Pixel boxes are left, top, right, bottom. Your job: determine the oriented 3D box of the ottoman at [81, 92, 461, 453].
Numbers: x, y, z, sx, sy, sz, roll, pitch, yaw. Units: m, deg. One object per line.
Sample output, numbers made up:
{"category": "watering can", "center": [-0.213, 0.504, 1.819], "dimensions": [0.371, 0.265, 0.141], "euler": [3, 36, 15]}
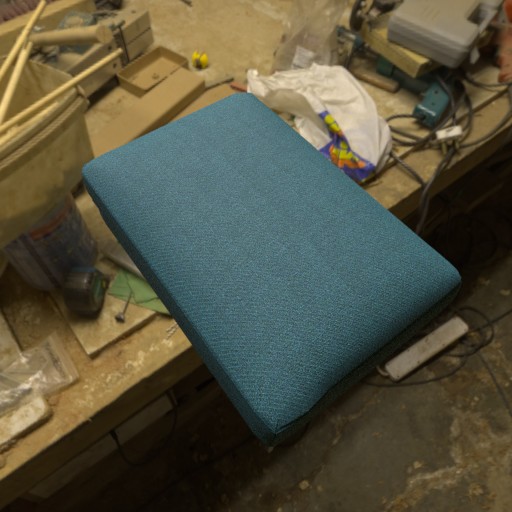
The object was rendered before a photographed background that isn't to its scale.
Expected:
{"category": "ottoman", "center": [0.000, 0.000, 1.216], "dimensions": [0.563, 0.498, 0.856], "euler": [-32, 62, -19]}
